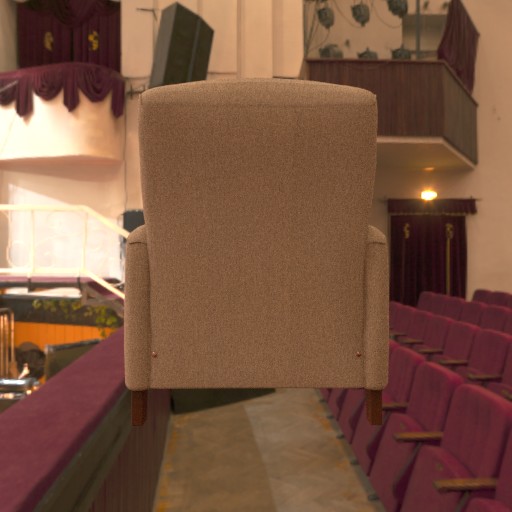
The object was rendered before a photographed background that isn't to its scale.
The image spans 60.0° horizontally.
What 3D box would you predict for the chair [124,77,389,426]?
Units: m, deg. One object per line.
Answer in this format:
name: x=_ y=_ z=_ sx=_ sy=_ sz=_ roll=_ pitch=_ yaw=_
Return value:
chair: x=0.000 y=0.000 z=1.664 sx=0.848 sy=1.014 sz=0.864 roll=0 pitch=0 yaw=-1
